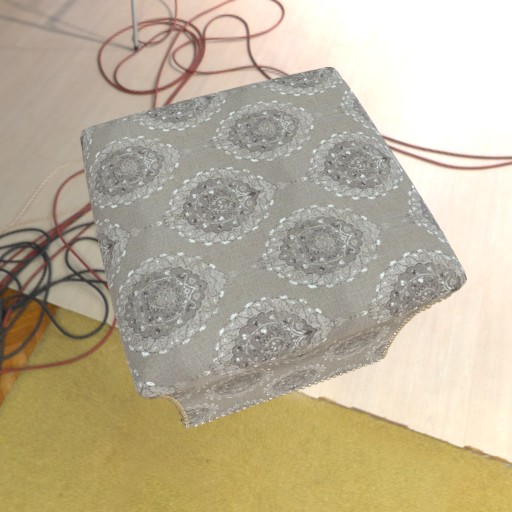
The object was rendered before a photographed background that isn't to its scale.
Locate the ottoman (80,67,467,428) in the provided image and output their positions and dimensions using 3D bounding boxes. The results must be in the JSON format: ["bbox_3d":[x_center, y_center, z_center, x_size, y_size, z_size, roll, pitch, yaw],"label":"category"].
[{"bbox_3d":[0.000,0.000,0.877,0.507,0.473,0.497,-17,63,-9],"label":"ottoman"}]
